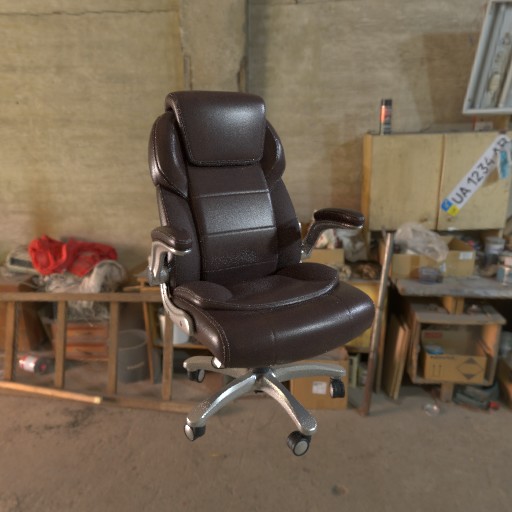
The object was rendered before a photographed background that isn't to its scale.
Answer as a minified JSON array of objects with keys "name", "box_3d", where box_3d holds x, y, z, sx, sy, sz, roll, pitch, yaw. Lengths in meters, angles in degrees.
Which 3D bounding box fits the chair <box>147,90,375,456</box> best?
[{"name":"chair","box_3d":[0.000,0.000,1.607,0.733,1.160,0.774,-9,19,-28]}]
